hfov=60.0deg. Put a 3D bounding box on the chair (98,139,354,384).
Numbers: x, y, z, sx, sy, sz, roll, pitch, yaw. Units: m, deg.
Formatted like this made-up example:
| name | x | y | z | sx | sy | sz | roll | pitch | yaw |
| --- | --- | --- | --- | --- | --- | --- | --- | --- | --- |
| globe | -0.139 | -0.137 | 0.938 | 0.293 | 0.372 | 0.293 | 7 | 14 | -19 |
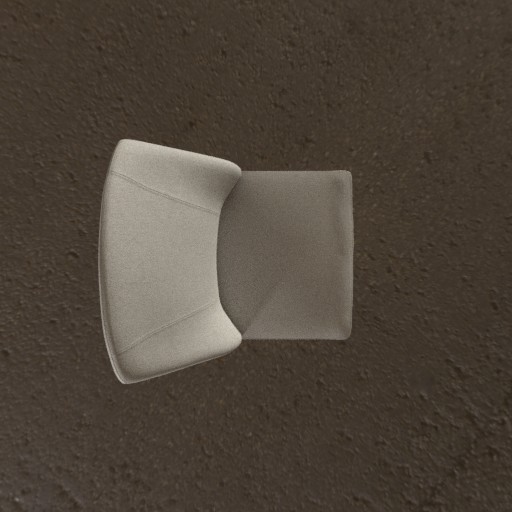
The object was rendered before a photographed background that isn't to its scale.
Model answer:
| name | x | y | z | sx | sy | sz | roll | pitch | yaw |
| --- | --- | --- | --- | --- | --- | --- | --- | --- | --- |
| chair | 0.000 | 0.000 | 1.198 | 0.540 | 0.893 | 0.472 | 0 | 92 | 0 |
